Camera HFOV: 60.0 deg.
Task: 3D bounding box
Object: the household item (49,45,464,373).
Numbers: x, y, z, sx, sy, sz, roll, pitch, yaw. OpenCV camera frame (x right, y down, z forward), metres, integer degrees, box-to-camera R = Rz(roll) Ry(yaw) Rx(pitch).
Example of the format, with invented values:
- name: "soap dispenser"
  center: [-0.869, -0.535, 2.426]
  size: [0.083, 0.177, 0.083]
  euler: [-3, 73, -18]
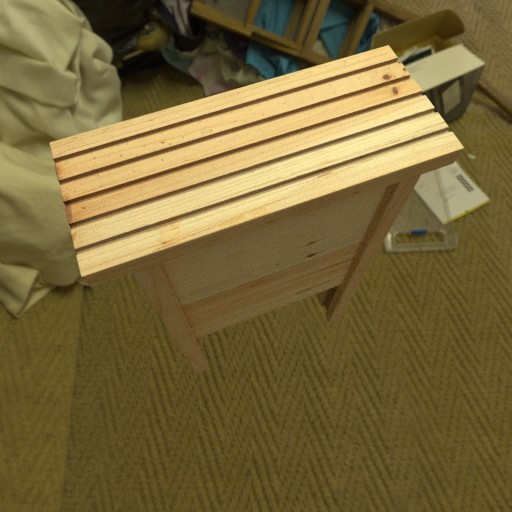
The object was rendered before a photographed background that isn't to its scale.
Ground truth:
- name: "household item"
  center: [0.000, 0.000, 0.530]
  size: [0.301, 0.407, 0.123]
  euler: [-19, 66, -9]
